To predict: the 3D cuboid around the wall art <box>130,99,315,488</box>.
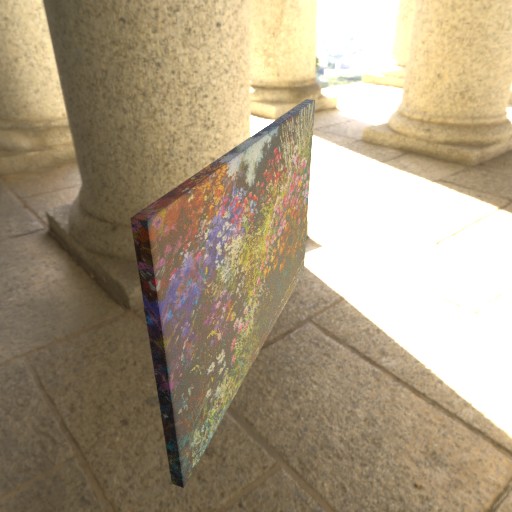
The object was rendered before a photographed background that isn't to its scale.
[{"bbox_3d":[0.000,0.000,1.414,0.042,0.760,1.136,11,32,18],"label":"wall art"}]
